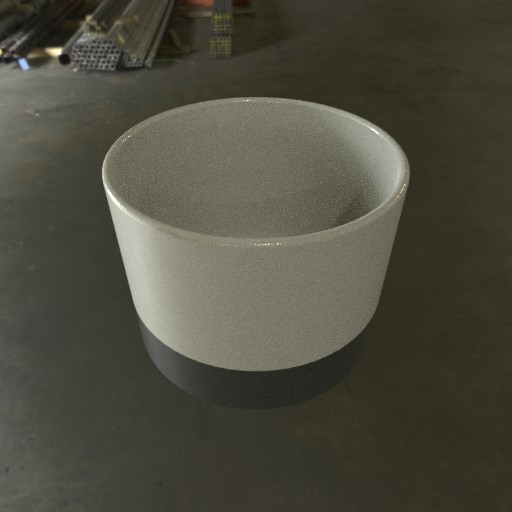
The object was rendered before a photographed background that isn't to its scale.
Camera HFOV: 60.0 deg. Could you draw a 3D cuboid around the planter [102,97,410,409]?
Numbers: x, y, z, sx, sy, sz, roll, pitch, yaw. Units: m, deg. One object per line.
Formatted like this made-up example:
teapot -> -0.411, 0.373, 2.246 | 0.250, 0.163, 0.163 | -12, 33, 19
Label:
planter -> 0.000, 0.000, 0.343 | 0.193, 0.177, 0.193 | 0, 40, 0
